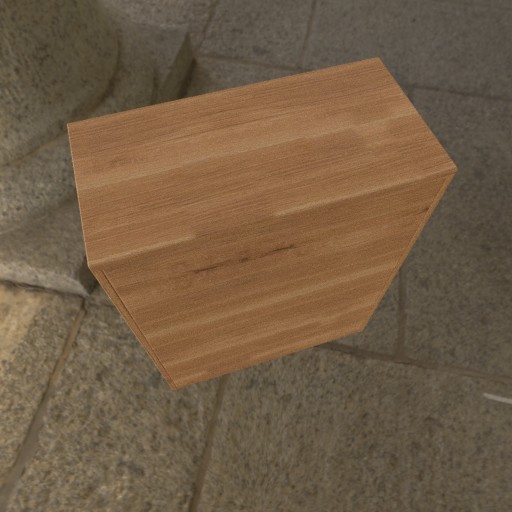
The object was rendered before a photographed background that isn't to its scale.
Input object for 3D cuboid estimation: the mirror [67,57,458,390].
[{"bbox_3d":[0.000,0.000,1.434,0.800,1.000,0.400,-15,61,-9],"label":"mirror"}]
